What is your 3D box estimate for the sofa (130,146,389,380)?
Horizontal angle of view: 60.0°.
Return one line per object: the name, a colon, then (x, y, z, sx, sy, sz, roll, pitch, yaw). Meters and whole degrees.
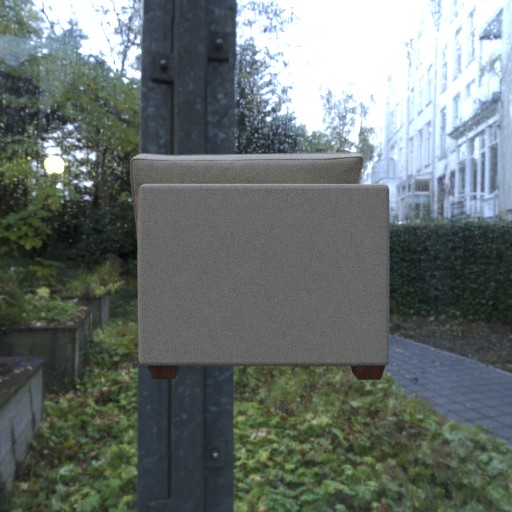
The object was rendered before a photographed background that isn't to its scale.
sofa: (0.000, 0.000, 2.865, 1.061, 0.962, 2.317, 0, 0, 0)
